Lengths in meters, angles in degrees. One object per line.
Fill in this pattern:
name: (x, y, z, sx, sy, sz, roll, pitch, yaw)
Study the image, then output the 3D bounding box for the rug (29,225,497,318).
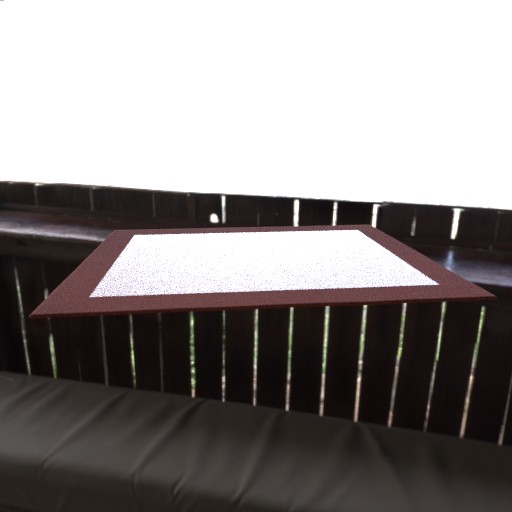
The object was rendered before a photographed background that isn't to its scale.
rug: (0.000, 0.000, 3.941, 2.976, 0.018, 2.430, -2, 16, -6)
